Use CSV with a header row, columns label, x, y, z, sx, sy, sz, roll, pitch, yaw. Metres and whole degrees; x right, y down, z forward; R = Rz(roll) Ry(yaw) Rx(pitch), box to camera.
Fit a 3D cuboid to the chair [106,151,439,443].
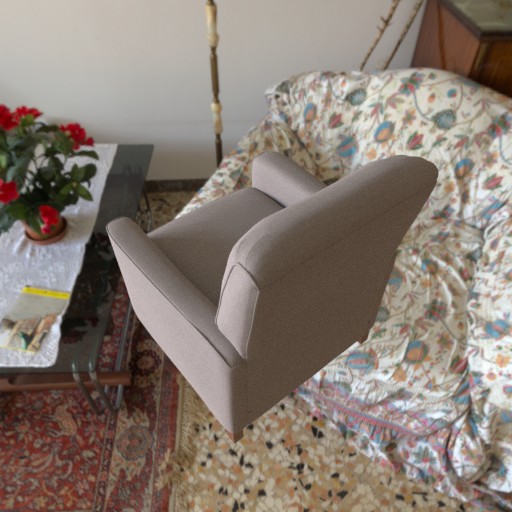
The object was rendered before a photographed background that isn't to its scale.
label,x,y,z,sx,sy,sz,roll,pitch,yaw
chair,0.000,0.000,1.668,0.845,1.023,0.859,-30,53,-26
